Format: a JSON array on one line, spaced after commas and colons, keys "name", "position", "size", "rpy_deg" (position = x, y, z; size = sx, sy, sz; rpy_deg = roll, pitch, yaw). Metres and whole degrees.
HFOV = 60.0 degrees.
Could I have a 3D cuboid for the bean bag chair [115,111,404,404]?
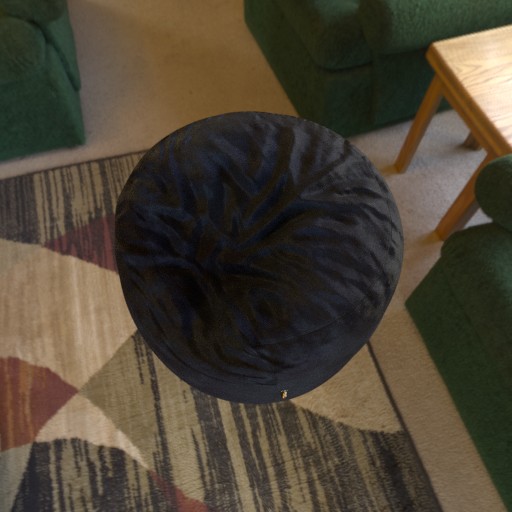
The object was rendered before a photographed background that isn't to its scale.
[{"name": "bean bag chair", "position": [0.000, 0.000, 1.518], "size": [0.918, 0.616, 0.918], "rpy_deg": [0, 62, 0]}]
